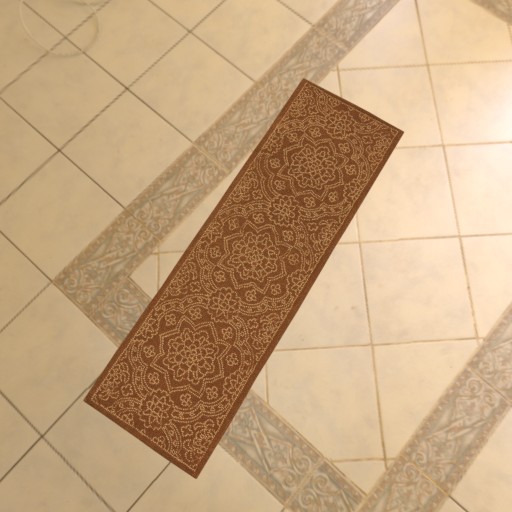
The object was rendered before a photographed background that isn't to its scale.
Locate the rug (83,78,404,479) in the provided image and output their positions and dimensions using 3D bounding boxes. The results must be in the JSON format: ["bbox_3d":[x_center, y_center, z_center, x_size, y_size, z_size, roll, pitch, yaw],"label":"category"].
[{"bbox_3d":[0.000,0.000,2.685,0.769,0.012,2.448,31,78,7],"label":"rug"}]
